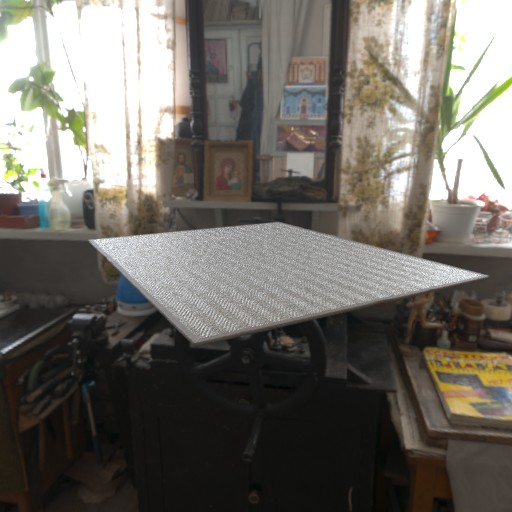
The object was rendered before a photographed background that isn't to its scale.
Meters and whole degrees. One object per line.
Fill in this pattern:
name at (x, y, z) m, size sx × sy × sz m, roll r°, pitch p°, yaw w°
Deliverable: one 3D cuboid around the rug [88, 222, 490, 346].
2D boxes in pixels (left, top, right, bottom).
rug at (0.000, 0.000, 4.067) m, size 2.434 × 0.032 × 3.007 m, roll -8°, pitch 16°, yaw -29°
